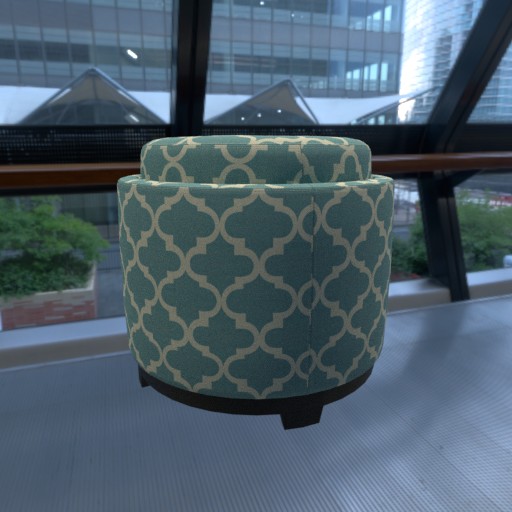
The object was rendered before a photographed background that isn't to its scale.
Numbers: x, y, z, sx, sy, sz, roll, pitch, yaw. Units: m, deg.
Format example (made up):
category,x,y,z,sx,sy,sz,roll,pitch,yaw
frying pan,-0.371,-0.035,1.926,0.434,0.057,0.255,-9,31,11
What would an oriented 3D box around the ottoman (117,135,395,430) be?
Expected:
category,x,y,z,sx,sy,sz,roll,pitch,yaw
ottoman,0.000,0.000,0.823,0.480,0.429,0.480,0,13,0
